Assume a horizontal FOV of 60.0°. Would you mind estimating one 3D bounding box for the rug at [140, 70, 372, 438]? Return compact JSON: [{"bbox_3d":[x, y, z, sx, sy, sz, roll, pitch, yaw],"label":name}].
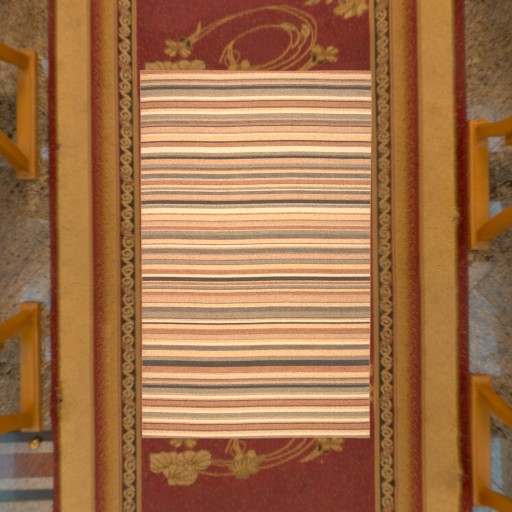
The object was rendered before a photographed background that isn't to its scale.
[{"bbox_3d":[0.000,0.000,2.939,1.523,0.014,2.438,0,91,0],"label":"rug"}]
